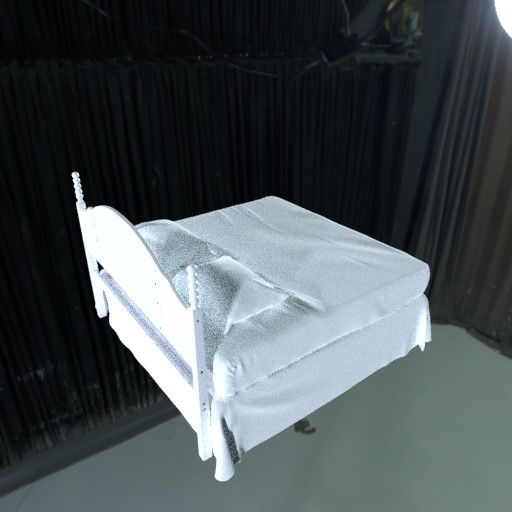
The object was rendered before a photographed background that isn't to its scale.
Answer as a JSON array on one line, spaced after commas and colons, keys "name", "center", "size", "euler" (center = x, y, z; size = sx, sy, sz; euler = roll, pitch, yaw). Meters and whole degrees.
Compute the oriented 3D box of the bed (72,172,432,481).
[{"name": "bed", "center": [0.000, 0.000, 3.663], "size": [2.219, 1.355, 2.322], "euler": [-19, 33, -32]}]
